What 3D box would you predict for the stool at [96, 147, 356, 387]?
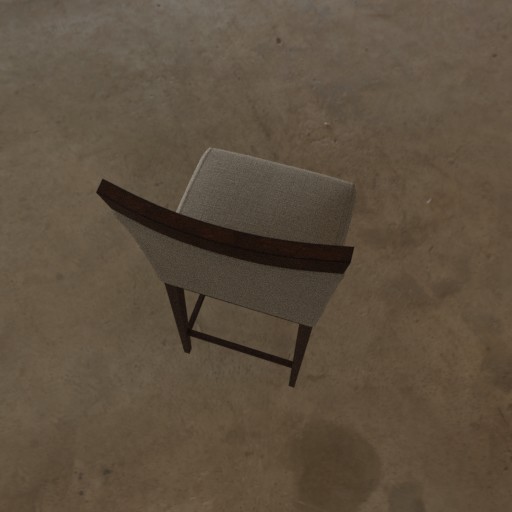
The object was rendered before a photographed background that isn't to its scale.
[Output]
[{"bbox_3d":[0.000,0.000,1.422,0.511,1.117,0.531,16,64,8],"label":"stool"}]
